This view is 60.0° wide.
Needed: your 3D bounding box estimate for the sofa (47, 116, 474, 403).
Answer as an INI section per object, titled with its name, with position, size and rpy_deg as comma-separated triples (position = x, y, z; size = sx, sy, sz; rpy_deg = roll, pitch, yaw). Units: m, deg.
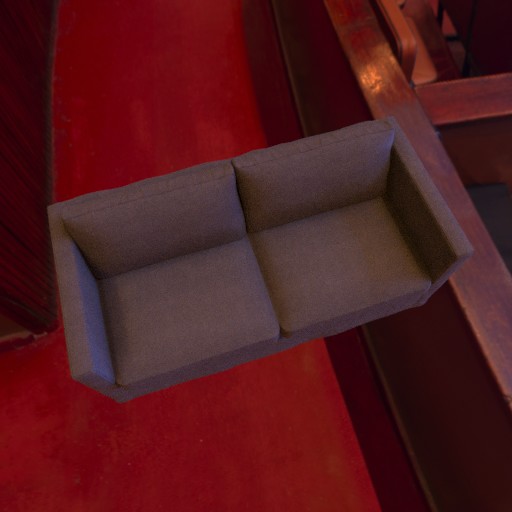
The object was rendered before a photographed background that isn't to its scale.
[sofa]
position = 0.000, 0.000, 2.455
size = 1.982, 0.855, 0.953
rpy_deg = -16, 66, -8
